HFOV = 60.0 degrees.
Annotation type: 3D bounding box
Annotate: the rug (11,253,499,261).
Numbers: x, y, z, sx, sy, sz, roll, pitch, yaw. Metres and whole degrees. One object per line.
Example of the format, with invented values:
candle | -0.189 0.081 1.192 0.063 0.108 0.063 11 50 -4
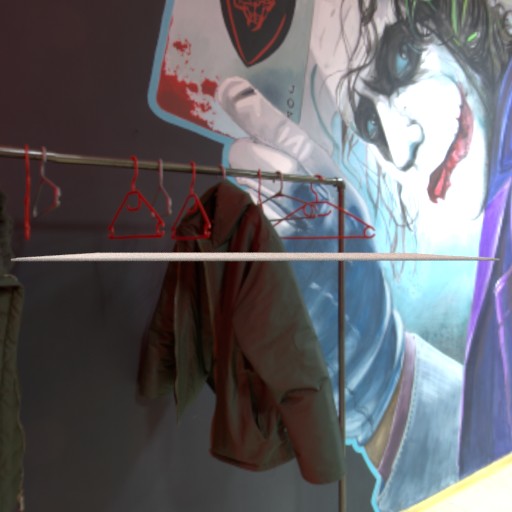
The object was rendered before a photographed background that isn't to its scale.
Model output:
rug | 0.000 0.000 1.403 1.219 0.007 0.604 0 2 -1
